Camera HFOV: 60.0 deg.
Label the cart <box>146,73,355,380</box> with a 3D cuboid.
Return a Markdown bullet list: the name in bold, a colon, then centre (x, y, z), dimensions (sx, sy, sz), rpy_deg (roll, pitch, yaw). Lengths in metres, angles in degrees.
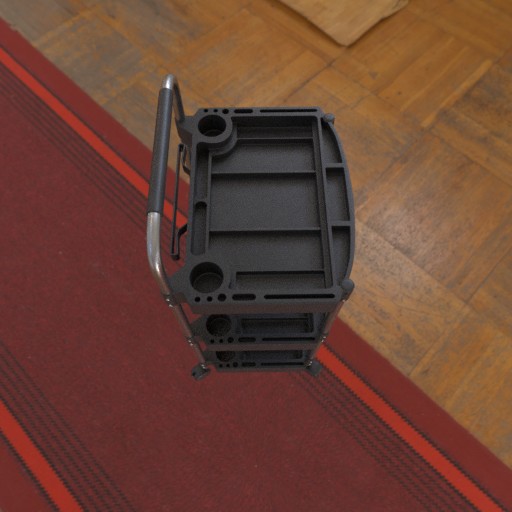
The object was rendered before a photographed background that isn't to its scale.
- **cart**: centre (0.000, 0.000, 1.392), dimensions (0.518, 1.075, 0.584), rpy_deg (-1, 65, 0)
